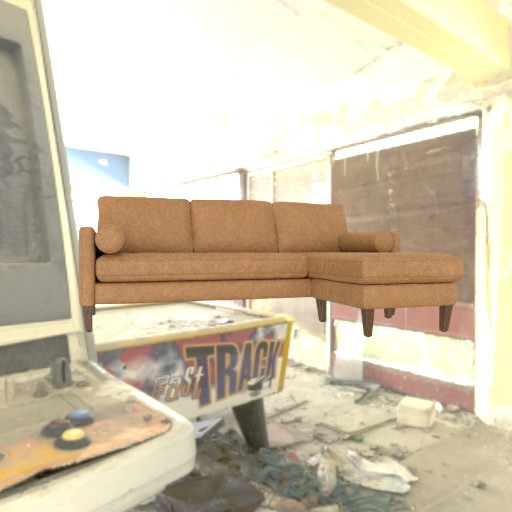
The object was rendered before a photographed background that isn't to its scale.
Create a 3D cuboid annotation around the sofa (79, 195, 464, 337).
[{"bbox_3d":[0.000,0.000,2.927,2.178,0.876,1.506,0,1,-18],"label":"sofa"}]
